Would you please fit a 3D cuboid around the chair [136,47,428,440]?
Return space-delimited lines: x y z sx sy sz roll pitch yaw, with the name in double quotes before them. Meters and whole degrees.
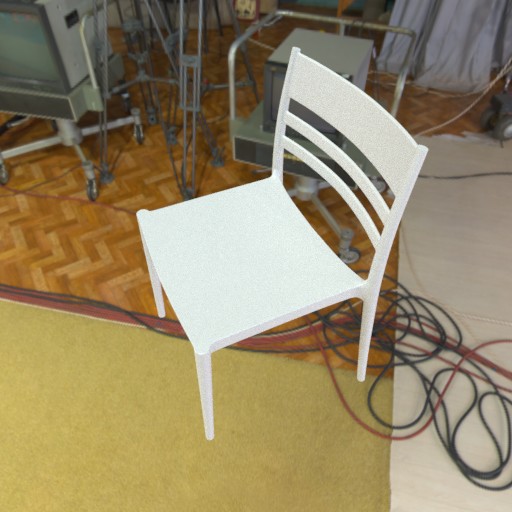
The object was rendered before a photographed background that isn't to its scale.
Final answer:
"chair" 0.000 0.000 1.130 0.511 0.800 0.531 -19 50 -17
